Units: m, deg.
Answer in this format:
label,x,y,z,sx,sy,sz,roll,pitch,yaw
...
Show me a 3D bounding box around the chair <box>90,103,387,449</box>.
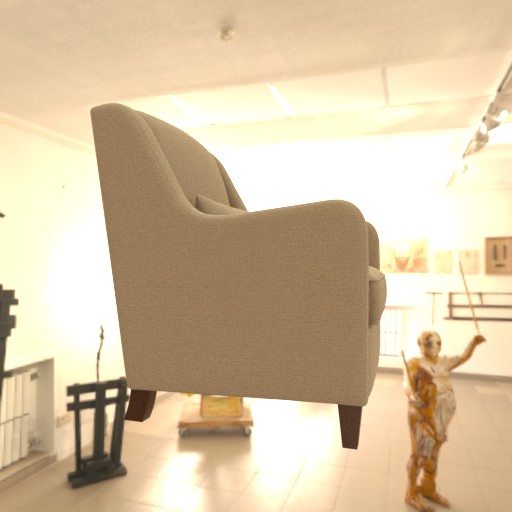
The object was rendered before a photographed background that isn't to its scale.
label,x,y,z,sx,sy,sz,roll,pitch,yaw
chair,0.000,0.000,1.598,0.896,1.017,0.715,0,-1,18
